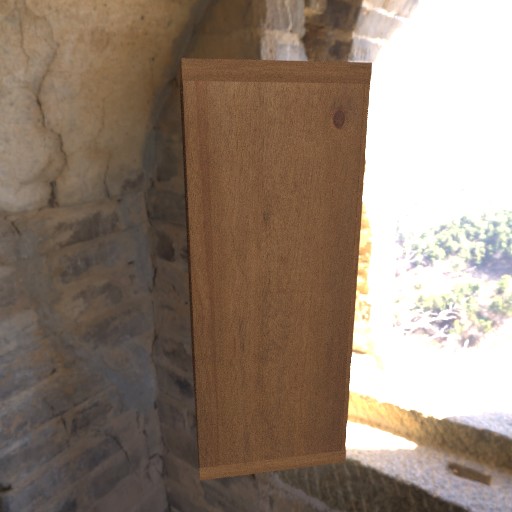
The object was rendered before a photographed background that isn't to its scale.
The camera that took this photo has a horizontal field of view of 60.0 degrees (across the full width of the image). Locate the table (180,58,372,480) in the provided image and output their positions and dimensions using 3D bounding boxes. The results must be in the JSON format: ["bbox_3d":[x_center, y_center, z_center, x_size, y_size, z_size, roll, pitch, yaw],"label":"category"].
[{"bbox_3d":[0.000,0.000,1.732,0.524,1.294,0.901,-3,17,-9],"label":"table"}]
